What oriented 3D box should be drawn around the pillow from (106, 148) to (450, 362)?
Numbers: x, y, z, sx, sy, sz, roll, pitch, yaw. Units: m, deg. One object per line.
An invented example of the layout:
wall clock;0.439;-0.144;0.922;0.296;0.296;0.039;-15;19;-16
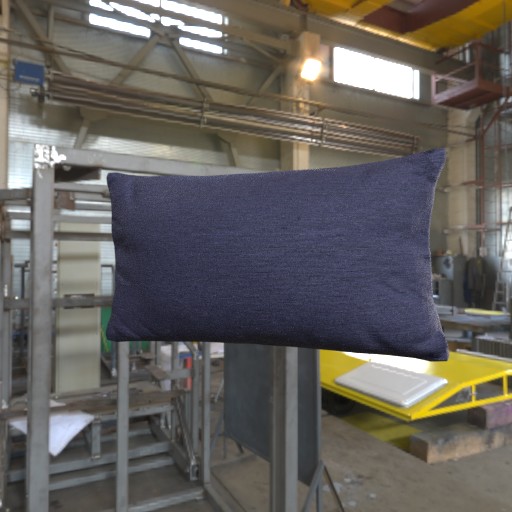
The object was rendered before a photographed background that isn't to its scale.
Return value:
pillow;0.000;0.000;0.786;0.633;0.338;0.210;0;-1;18
